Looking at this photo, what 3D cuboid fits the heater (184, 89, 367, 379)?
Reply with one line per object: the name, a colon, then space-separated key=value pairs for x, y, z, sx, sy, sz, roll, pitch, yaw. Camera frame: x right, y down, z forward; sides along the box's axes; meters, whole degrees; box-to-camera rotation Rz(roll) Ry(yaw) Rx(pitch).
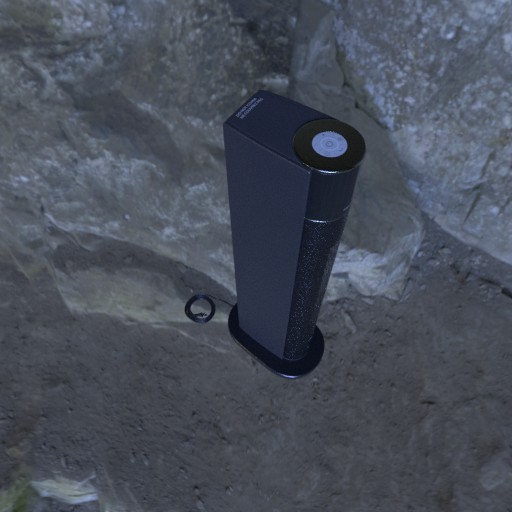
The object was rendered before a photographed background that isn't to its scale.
heater: x=0.000 y=0.000 z=1.053 sx=0.458 sy=0.856 sz=0.214 roll=31 pitch=63 yaw=18
